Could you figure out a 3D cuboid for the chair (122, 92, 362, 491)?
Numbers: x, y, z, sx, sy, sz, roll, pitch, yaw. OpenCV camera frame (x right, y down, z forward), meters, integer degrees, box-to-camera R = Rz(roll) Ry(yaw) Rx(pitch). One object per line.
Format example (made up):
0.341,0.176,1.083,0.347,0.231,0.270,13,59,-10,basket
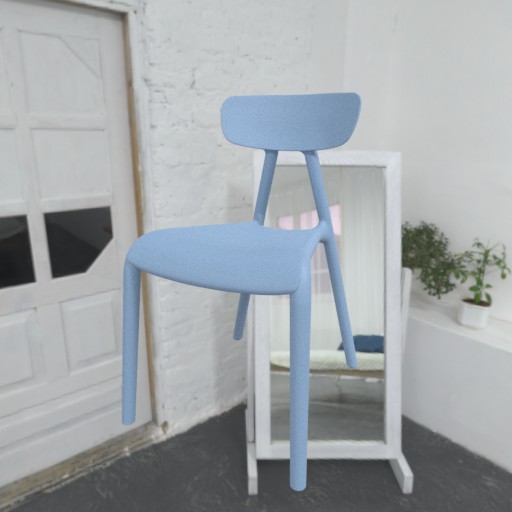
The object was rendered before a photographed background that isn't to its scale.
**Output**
0.000,0.000,0.818,0.356,0.580,0.401,8,19,26,chair
